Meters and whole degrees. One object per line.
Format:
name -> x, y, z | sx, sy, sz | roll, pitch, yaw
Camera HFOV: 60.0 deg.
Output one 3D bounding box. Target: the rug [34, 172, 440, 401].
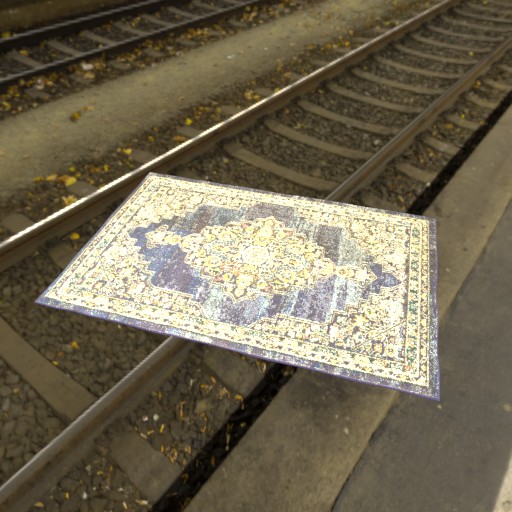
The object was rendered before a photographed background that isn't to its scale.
rug -> 0.000, 0.000, 2.266 | 1.781, 0.012, 1.184 | 11, 43, 12
